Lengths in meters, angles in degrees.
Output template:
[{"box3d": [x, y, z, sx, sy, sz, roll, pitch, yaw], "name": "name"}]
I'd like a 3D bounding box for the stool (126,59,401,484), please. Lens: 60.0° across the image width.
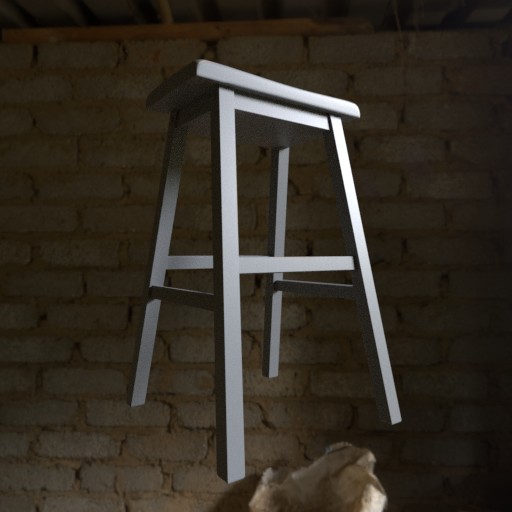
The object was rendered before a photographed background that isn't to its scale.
[{"box3d": [0.000, 0.000, 1.044, 0.457, 0.737, 0.476, 0, 1, -36], "name": "stool"}]
